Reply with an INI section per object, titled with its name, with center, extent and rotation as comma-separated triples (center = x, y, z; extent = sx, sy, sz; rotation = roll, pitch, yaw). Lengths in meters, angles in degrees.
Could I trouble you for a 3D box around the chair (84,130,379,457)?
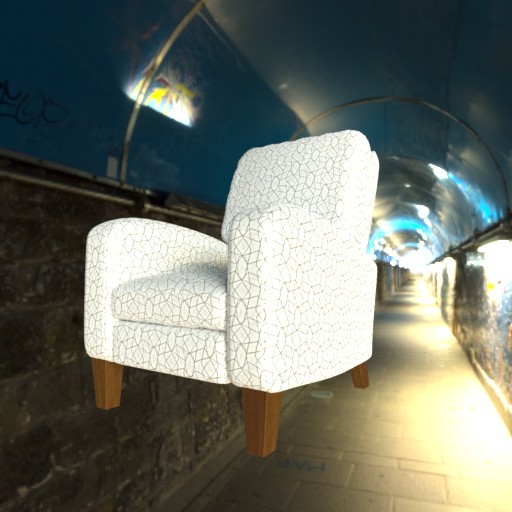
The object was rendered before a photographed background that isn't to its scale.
[chair]
center = 0.000, 0.000, 1.726
extent = 0.796, 1.064, 0.995
rotation = -1, -2, 36
